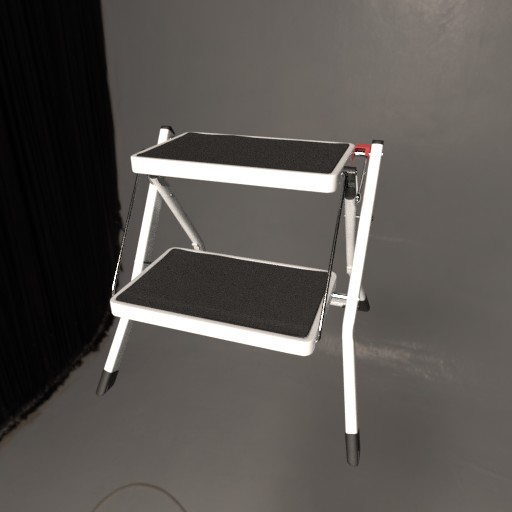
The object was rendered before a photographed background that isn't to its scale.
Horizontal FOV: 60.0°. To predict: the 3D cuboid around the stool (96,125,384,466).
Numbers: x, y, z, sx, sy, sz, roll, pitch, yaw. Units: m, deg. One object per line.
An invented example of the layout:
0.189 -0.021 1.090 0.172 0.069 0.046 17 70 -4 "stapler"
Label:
0.000 0.000 0.844 0.485 0.445 0.490 9 28 17 "stool"
